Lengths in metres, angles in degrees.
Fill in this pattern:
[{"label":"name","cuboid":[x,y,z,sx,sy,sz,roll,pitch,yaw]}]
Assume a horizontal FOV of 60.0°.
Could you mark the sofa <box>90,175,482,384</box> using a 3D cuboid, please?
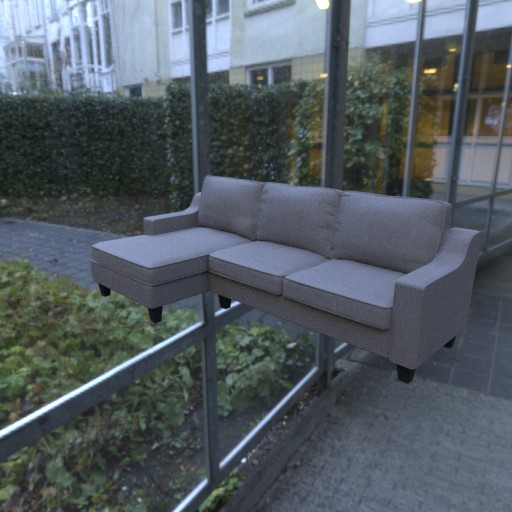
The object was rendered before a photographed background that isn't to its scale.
[{"label":"sofa","cuboid":[0.000,0.000,3.157,2.561,0.928,1.294,15,22,42]}]
